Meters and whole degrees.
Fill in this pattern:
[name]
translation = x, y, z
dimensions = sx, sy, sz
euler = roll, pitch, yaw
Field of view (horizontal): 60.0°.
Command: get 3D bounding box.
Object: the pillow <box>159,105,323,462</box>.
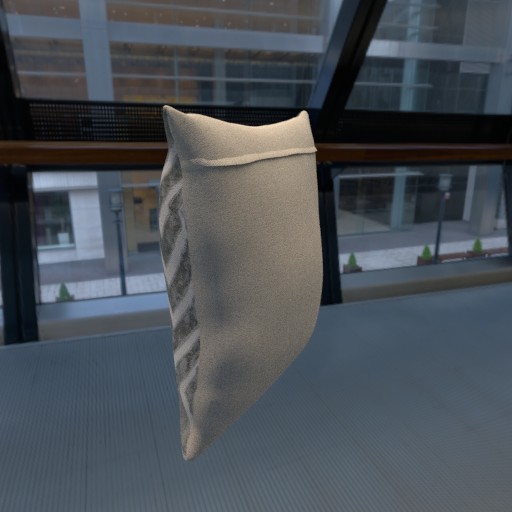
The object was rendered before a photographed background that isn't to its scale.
[pillow]
translation = 0.000, 0.000, 0.689
dimensions = 0.182, 0.441, 0.440
euler = 8, 18, 24
